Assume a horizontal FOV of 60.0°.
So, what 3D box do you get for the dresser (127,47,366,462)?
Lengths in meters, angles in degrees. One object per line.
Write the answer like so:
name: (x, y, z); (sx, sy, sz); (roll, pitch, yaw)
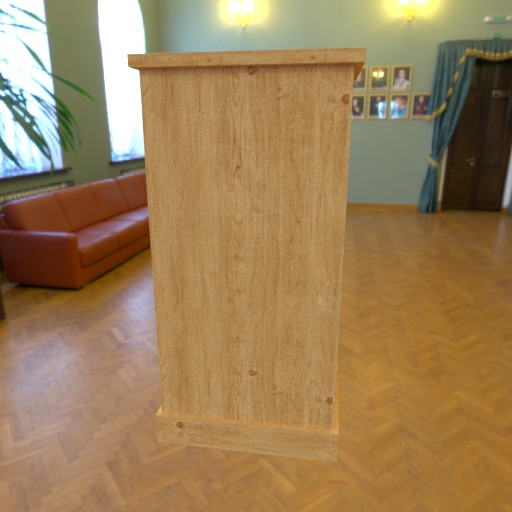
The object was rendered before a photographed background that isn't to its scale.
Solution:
dresser: (0.000, 0.000, 1.294); (0.531, 1.041, 0.390); (3, 16, 9)
